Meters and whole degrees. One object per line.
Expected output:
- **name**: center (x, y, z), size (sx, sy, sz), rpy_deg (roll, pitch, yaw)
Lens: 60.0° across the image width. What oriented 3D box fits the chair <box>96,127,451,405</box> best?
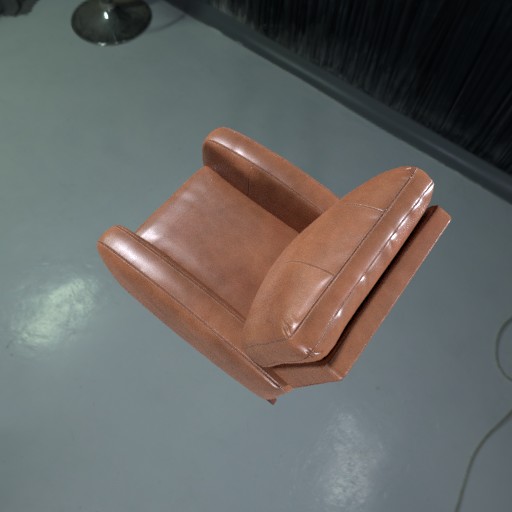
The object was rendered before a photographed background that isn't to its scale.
- **chair**: center (0.000, 0.000, 1.673), size (0.990, 0.990, 0.762), rpy_deg (35, 69, 16)
